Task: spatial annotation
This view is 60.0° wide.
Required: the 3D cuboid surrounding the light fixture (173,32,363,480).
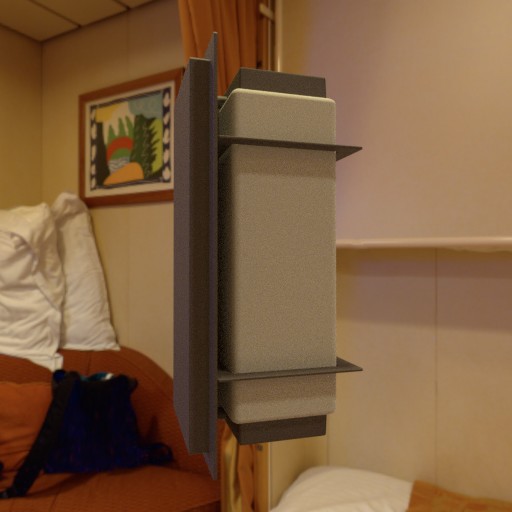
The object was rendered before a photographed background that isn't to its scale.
[{"bbox_3d":[0.000,0.000,0.430,0.146,0.347,0.153,0,-1,-16],"label":"light fixture"}]
